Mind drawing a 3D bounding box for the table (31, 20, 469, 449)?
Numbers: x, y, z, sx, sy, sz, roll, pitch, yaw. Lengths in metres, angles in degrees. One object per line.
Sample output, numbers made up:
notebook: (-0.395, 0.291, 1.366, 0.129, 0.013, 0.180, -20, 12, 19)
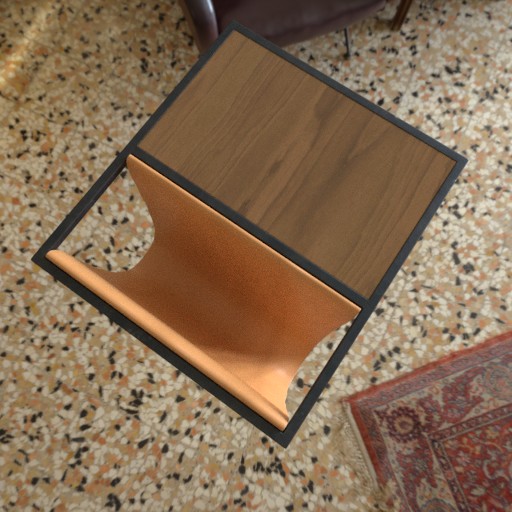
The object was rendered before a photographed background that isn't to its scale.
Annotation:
table: (0.000, 0.000, 0.845, 0.399, 0.536, 0.450, 34, 78, 8)
